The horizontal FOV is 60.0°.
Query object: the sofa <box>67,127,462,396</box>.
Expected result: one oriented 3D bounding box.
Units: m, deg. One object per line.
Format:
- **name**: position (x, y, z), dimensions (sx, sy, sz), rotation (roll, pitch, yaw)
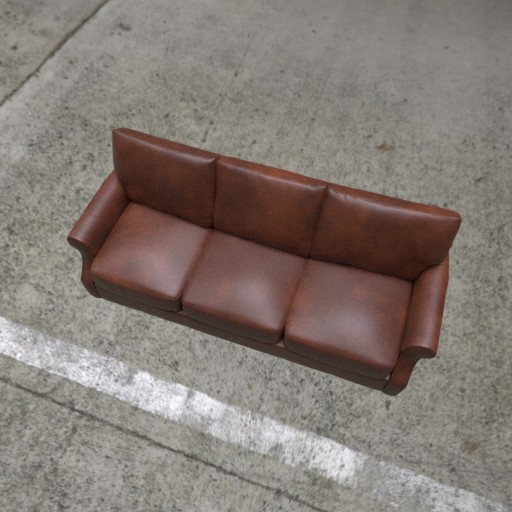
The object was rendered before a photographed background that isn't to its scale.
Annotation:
- **sofa**: position (0.000, 0.000, 2.880), dimensions (2.351, 0.977, 0.973), rotation (16, 59, 10)
